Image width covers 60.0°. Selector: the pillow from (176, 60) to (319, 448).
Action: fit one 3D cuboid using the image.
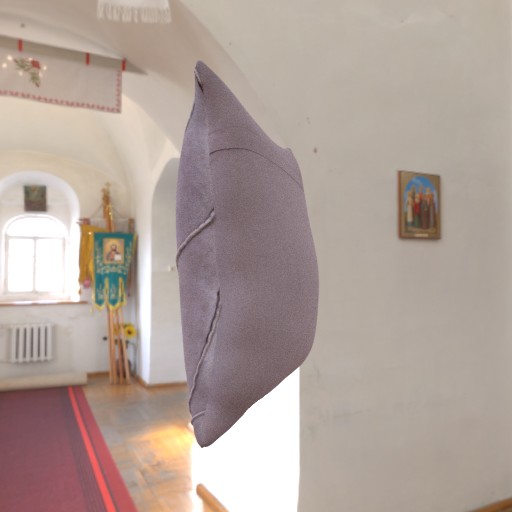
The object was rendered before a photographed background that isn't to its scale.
[{"bbox_3d":[0.000,0.000,0.693,0.185,0.440,0.439,0,-1,18],"label":"pillow"}]
